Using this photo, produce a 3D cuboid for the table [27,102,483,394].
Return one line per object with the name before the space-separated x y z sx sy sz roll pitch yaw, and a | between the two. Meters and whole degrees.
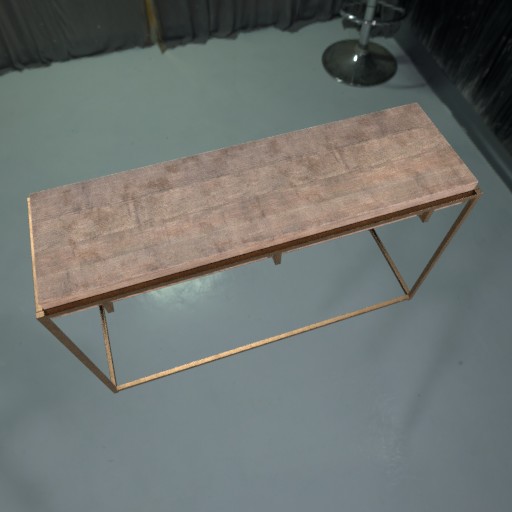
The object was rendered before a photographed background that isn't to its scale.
table | 0.000 0.000 1.742 1.400 0.820 0.440 -16 60 -9
